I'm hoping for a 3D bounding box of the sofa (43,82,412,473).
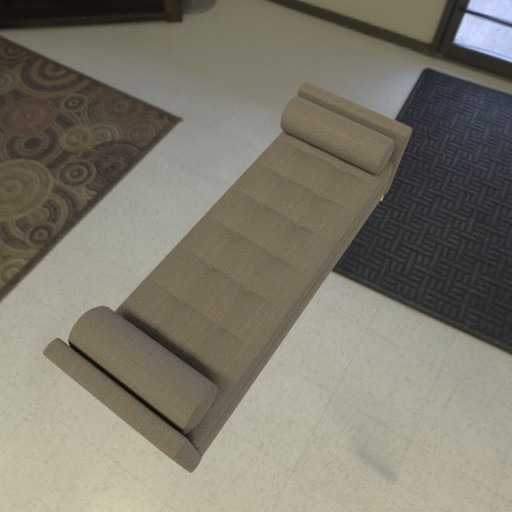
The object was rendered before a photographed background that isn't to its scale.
[{"bbox_3d":[0.000,0.000,2.305,0.686,0.635,1.981,31,64,17],"label":"sofa"}]
